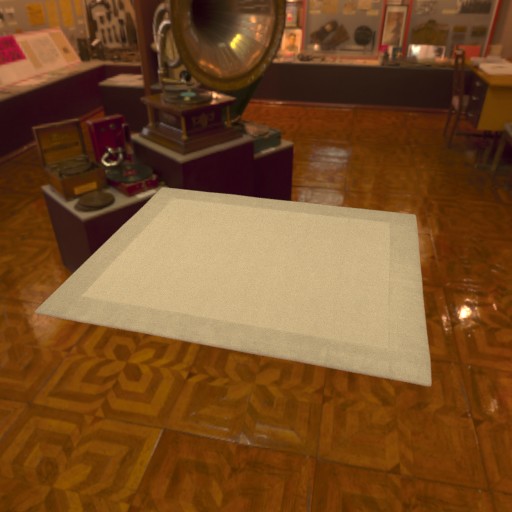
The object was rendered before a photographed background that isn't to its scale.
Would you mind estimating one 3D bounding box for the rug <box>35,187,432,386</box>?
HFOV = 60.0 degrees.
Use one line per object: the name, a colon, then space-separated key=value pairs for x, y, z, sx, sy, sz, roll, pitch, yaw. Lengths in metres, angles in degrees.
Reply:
rug: x=0.000 y=0.000 z=4.135 sx=2.976 sy=0.018 sz=2.430 roll=8 pitch=34 yaw=12
